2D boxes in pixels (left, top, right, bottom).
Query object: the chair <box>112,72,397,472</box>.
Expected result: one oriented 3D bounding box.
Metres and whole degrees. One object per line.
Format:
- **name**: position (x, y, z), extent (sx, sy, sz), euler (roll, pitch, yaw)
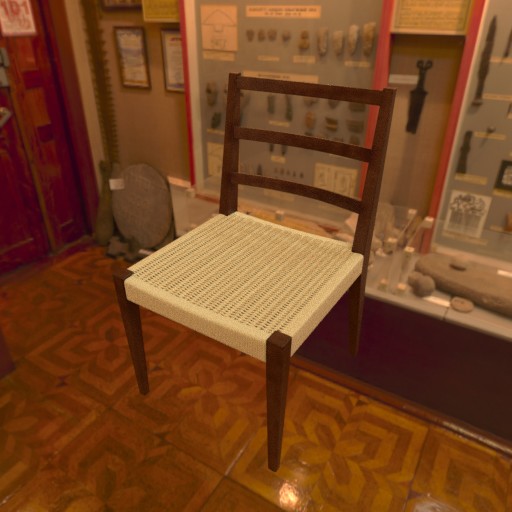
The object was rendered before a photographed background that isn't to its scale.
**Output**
- **chair**: position (0.000, 0.000, 1.165), extent (0.480, 0.813, 0.551), euler (18, 35, 28)
